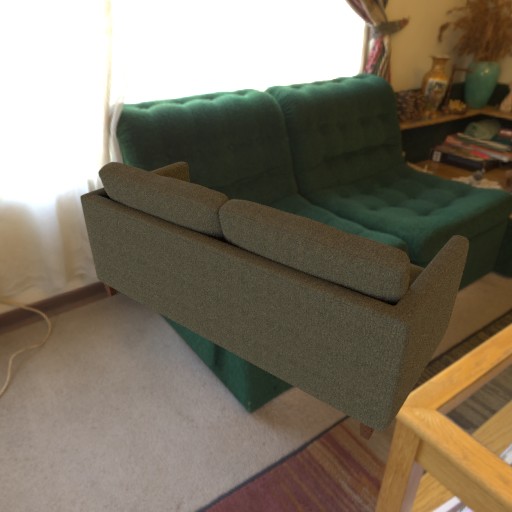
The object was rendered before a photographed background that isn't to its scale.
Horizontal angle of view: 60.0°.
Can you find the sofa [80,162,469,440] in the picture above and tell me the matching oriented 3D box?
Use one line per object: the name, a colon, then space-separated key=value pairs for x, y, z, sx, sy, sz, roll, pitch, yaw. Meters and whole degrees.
sofa: x=0.000 y=0.000 z=2.743 sx=2.208 sy=0.965 sz=0.948 roll=21 pitch=36 yaw=32
